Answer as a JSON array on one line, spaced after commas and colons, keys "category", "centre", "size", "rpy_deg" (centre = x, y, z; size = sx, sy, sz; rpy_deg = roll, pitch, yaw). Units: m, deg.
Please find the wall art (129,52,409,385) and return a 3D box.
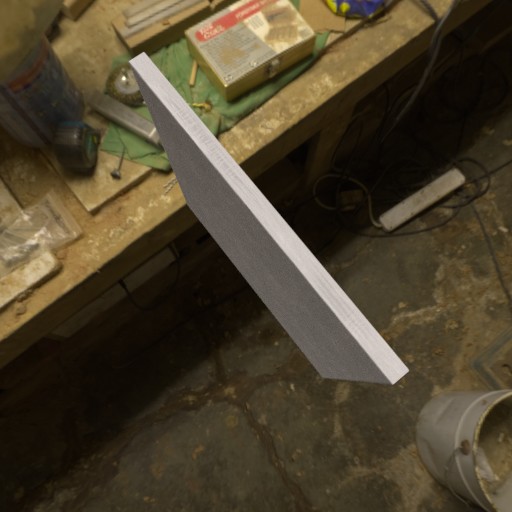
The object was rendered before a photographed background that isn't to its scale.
[{"category": "wall art", "centre": [0.000, 0.000, 0.458], "size": [0.015, 0.303, 0.303], "rpy_deg": [-37, 78, -9]}]
